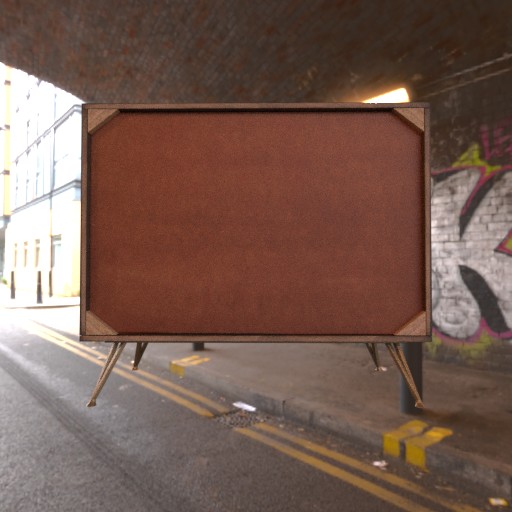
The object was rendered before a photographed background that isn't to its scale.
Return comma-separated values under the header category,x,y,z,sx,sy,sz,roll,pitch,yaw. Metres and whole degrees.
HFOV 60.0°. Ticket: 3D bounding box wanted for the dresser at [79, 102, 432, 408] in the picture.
category,x,y,z,sx,sy,sz,roll,pitch,yaw
dresser,0.000,0.000,1.390,0.923,0.801,0.453,0,-1,1
